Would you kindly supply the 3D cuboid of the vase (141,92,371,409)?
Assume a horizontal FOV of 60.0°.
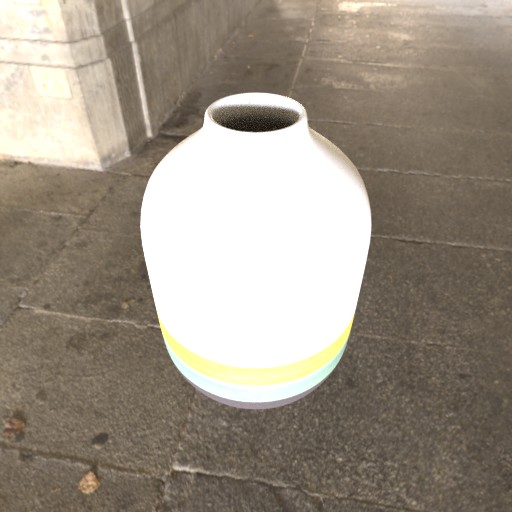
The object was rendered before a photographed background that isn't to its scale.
[{"bbox_3d":[0.000,0.000,0.355,0.169,0.240,0.169,0,41,0],"label":"vase"}]
